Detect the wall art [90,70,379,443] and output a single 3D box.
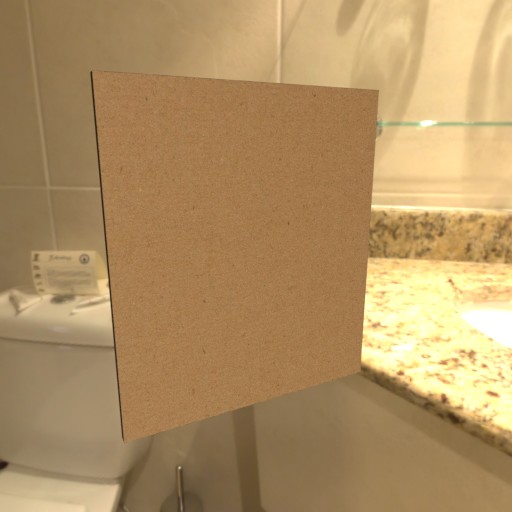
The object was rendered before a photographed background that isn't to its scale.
[{"bbox_3d":[0.000,0.000,1.176,0.755,0.863,0.028,-8,16,-27],"label":"wall art"}]
